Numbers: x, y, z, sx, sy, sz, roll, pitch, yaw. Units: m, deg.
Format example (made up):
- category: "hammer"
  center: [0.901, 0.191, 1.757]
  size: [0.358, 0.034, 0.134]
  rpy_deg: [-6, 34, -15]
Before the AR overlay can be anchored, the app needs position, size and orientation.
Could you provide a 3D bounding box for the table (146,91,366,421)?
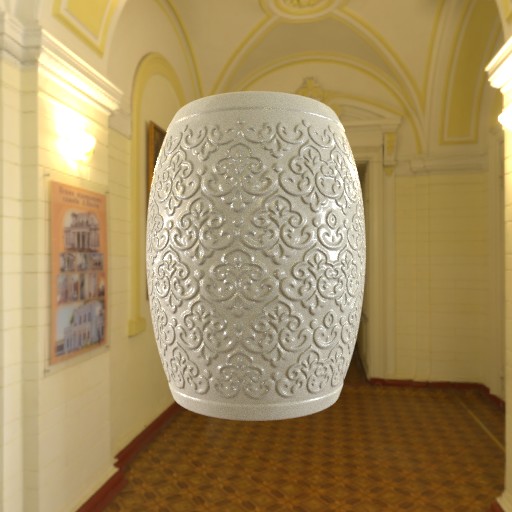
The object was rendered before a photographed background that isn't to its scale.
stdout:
- category: "table"
  center: [0.000, 0.000, 0.642]
  size: [0.309, 0.397, 0.309]
  rpy_deg: [0, 0, 0]
